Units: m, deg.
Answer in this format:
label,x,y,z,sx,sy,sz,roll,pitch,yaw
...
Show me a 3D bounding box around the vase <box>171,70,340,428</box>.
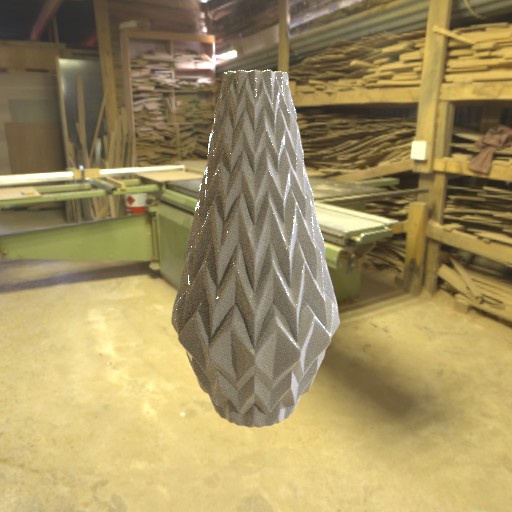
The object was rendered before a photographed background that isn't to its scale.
label,x,y,z,sx,sy,sz,roll,pitch,yaw
vase,0.000,0.000,0.428,0.167,0.328,0.167,0,17,0
